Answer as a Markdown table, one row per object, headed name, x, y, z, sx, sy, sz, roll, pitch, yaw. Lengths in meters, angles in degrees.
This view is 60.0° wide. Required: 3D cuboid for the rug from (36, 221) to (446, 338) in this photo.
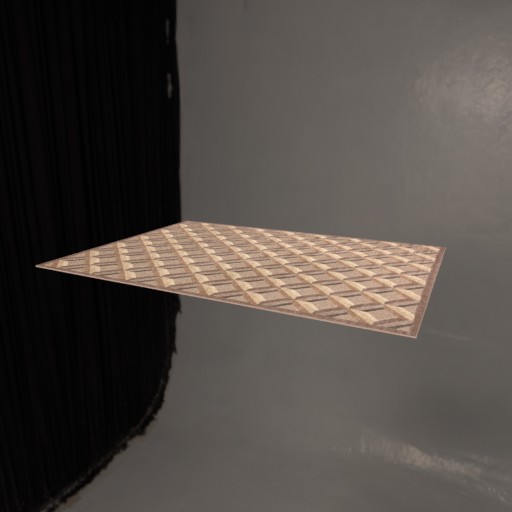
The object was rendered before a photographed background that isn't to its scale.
| name | x | y | z | sx | sy | sz | roll | pitch | yaw |
| --- | --- | --- | --- | --- | --- | --- | --- | --- | --- |
| rug | 0.000 | 0.000 | 4.342 | 3.294 | 0.018 | 2.382 | 8 | 17 | 25 |
